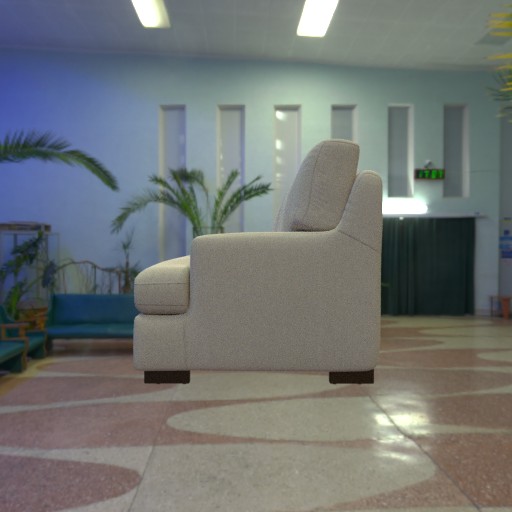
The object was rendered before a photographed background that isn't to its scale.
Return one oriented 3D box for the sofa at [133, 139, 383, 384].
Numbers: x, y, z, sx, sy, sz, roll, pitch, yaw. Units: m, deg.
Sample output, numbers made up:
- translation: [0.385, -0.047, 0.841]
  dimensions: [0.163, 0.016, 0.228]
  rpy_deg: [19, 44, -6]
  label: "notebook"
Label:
- translation: [0.000, 0.000, 2.663]
  dimensions: [0.929, 0.925, 2.147]
  rpy_deg: [0, 1, 0]
  label: "sofa"
